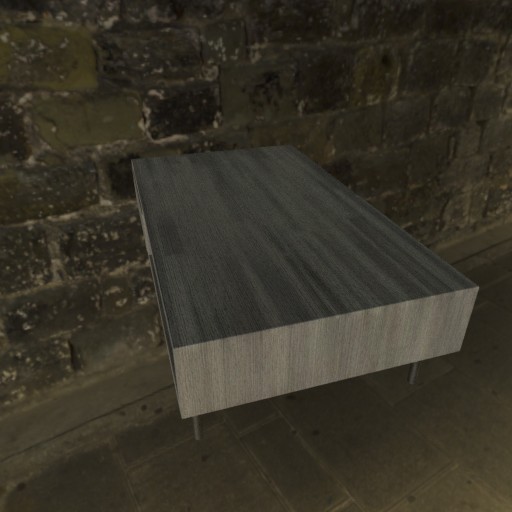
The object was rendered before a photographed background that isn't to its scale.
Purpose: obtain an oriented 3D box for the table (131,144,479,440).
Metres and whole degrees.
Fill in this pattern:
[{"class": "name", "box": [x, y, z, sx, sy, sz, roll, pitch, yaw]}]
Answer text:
[{"class": "table", "box": [0.000, 0.000, 1.380, 0.643, 0.347, 1.088, -9, 31, -15]}]
